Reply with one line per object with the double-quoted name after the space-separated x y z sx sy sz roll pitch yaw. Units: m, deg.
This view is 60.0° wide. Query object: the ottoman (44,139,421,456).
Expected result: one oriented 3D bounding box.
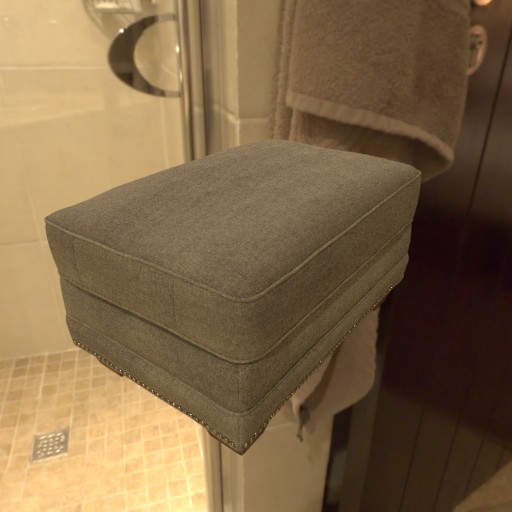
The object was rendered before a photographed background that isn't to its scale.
0.000 0.000 1.129 0.561 0.457 0.813 19 32 33 "ottoman"
